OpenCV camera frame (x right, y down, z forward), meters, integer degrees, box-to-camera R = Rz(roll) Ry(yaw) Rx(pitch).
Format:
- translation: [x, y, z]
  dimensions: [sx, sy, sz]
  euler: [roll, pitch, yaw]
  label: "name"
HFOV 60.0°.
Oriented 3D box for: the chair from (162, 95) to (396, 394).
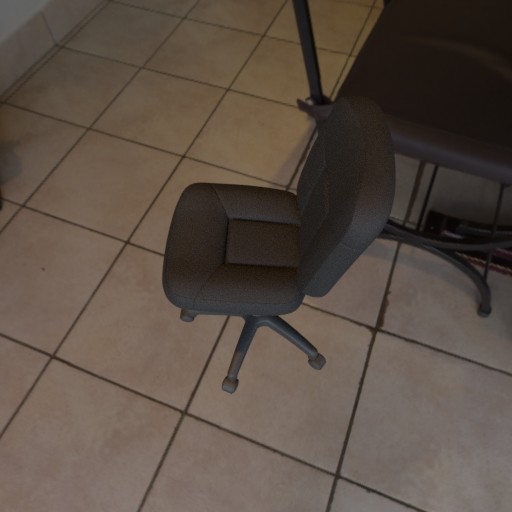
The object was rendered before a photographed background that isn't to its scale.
- translation: [0.000, 0.000, 1.386]
  dimensions: [0.610, 0.972, 0.610]
  euler: [2, 57, 2]
  label: "chair"
